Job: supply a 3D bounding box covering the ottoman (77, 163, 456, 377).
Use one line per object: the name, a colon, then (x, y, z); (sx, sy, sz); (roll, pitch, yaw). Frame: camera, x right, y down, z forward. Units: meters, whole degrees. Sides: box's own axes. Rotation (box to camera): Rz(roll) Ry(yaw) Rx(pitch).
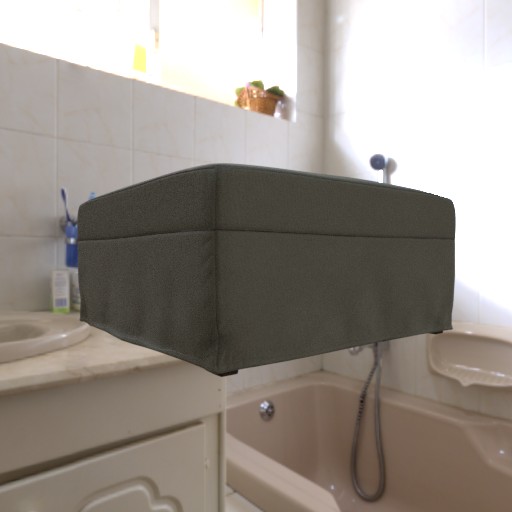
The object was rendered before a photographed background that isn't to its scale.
ottoman: (0.000, 0.000, 1.340); (0.842, 0.441, 0.843); (0, 0, -38)
